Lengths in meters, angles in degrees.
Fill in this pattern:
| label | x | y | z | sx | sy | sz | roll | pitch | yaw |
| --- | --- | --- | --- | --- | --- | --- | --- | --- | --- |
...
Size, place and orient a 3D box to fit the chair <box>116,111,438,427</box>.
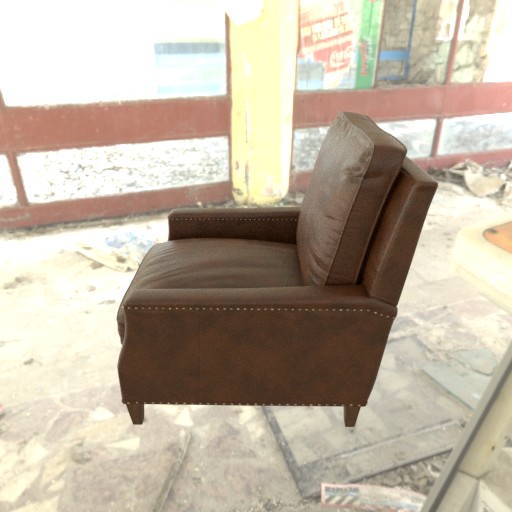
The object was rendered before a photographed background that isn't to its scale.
| label | x | y | z | sx | sy | sz | roll | pitch | yaw |
| --- | --- | --- | --- | --- | --- | --- | --- | --- | --- |
| chair | 0.000 | 0.000 | 1.812 | 1.035 | 1.054 | 0.854 | 0 | 27 | 1 |
